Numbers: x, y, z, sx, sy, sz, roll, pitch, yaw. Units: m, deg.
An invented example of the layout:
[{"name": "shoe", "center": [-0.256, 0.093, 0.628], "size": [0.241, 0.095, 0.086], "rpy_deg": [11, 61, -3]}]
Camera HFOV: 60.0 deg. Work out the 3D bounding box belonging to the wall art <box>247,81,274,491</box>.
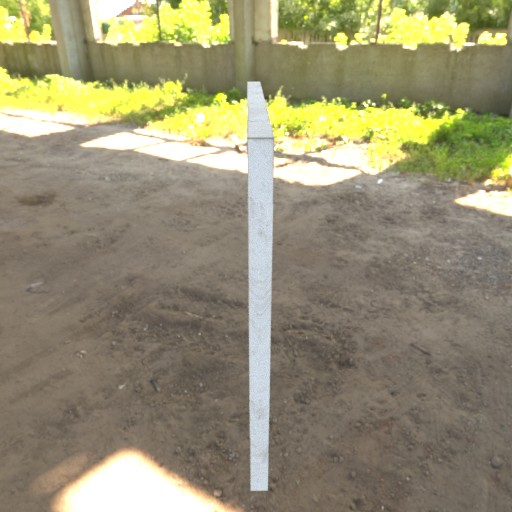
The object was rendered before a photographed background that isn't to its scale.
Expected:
[{"name": "wall art", "center": [0.000, 0.000, 1.129], "size": [0.038, 0.757, 0.760], "rpy_deg": [0, 27, -1]}]
